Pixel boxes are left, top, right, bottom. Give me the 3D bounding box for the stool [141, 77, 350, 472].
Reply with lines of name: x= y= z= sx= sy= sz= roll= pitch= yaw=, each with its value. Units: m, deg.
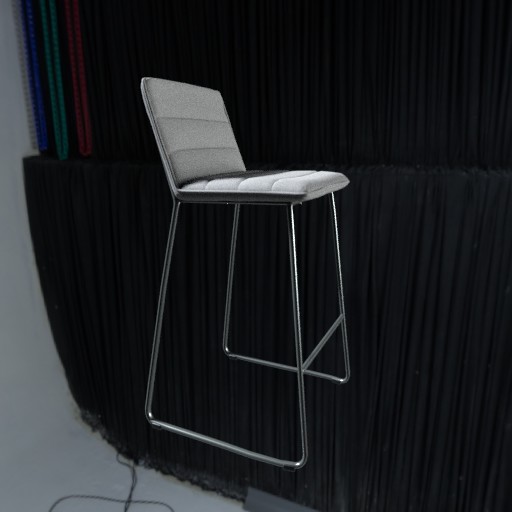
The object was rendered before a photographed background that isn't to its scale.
stool: x=0.000 y=0.000 z=1.286 sx=0.490 sy=0.960 sz=0.490 roll=7 pitch=16 yaw=24
